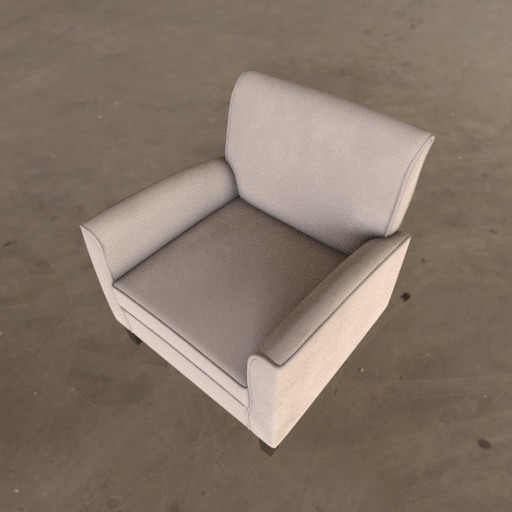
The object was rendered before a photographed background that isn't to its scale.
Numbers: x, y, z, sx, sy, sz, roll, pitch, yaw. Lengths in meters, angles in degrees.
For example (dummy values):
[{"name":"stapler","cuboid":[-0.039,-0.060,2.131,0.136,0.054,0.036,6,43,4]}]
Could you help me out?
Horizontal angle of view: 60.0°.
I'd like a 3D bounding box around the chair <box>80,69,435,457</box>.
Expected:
[{"name":"chair","cuboid":[0.000,0.000,1.573,0.820,0.915,0.821,31,53,27]}]
